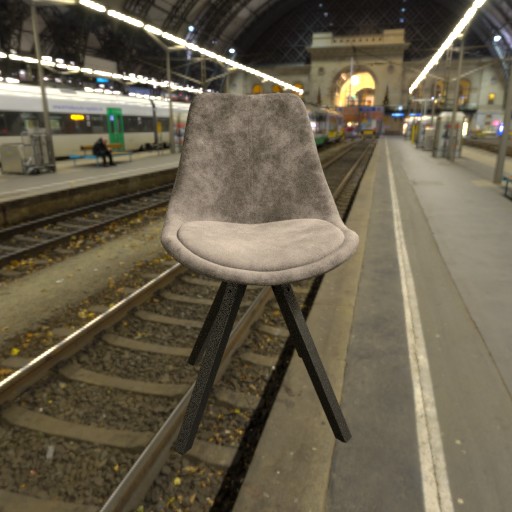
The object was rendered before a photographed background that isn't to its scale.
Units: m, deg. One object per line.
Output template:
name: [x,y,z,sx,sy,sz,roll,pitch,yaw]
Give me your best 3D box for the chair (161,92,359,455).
chair: [0.000,0.000,1.177,0.485,0.850,0.550,-2,16,-6]
